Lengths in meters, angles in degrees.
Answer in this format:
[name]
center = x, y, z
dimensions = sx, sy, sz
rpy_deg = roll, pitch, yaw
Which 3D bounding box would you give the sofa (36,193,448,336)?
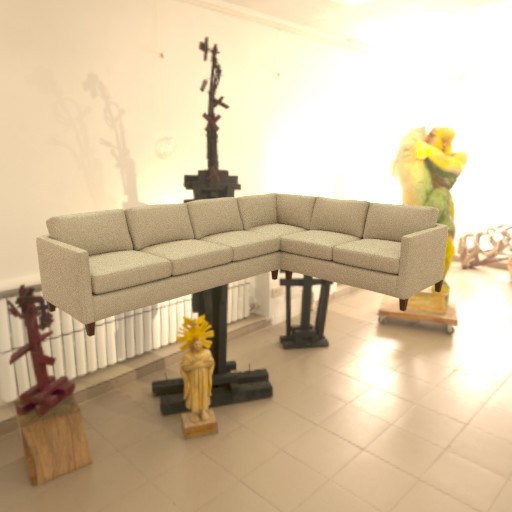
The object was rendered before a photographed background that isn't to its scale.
[sofa]
center = 0.000, 0.000, 4.416
dimensions = 2.522, 0.934, 3.333
rpy_deg = 13, 19, 43
